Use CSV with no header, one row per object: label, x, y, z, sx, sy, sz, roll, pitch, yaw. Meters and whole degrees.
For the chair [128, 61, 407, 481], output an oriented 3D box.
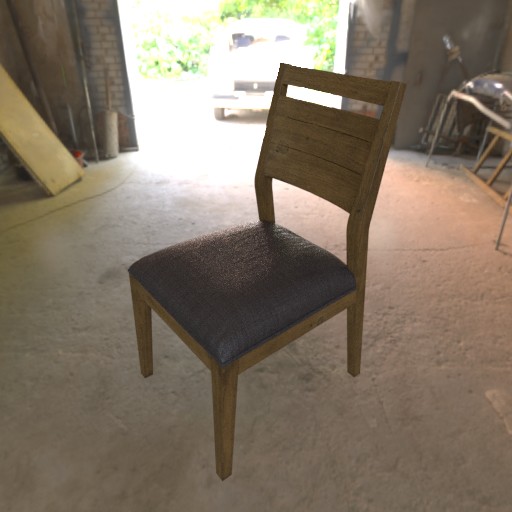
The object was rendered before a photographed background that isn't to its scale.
chair,0.000,0.000,1.262,0.610,0.939,0.501,-22,37,-32
